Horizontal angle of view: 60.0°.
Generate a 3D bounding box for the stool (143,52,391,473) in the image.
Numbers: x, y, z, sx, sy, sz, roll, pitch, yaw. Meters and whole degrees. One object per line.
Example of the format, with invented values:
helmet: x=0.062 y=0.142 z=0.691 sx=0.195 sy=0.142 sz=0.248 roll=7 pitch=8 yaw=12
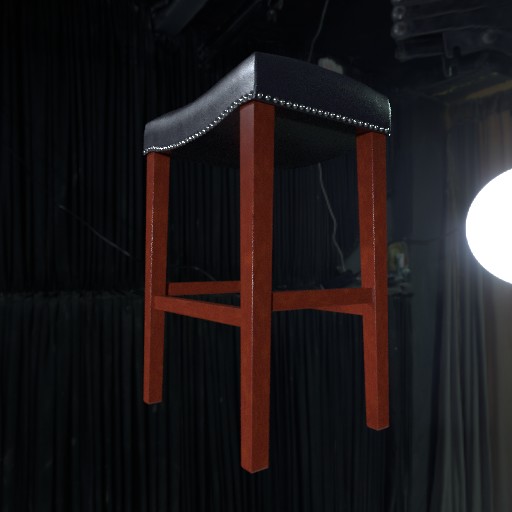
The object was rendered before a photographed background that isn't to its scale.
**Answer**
stool: x=0.000 y=0.000 z=1.049 sx=0.372 sy=0.742 sz=0.504 roll=1 pitch=-1 yaw=-36
